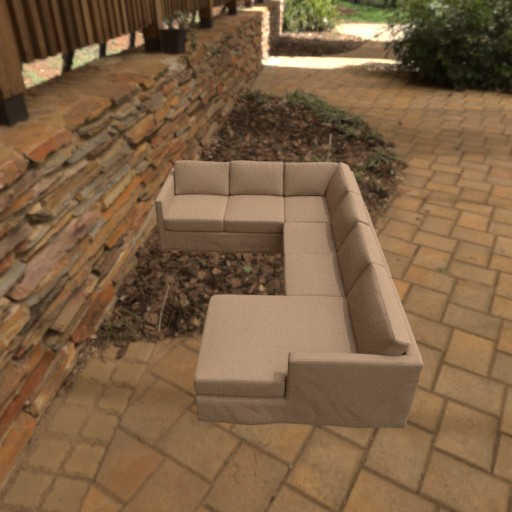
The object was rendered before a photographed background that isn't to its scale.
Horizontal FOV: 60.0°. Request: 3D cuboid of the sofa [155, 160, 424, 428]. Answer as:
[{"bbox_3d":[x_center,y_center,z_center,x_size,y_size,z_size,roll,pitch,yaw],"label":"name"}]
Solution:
[{"bbox_3d":[0.000,0.000,4.594,2.427,0.882,3.460,1,33,2],"label":"sofa"}]
